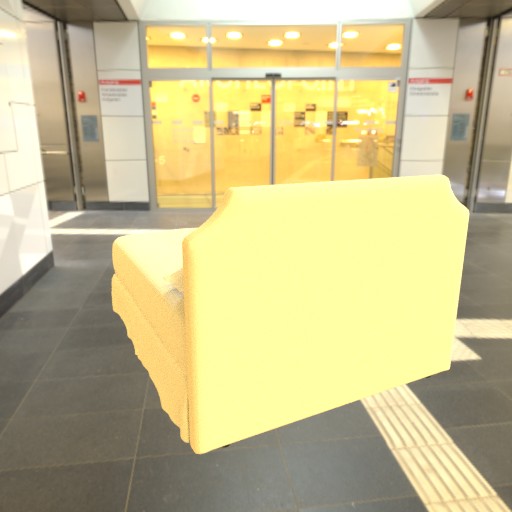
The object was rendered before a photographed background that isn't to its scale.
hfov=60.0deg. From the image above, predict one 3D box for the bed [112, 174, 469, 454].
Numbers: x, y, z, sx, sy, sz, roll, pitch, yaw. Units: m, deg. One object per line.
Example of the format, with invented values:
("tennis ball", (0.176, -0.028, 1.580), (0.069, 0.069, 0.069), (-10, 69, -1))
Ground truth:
("bed", (0.000, 0.000, 3.832), (2.134, 1.524, 2.548), (-8, 18, -26))
